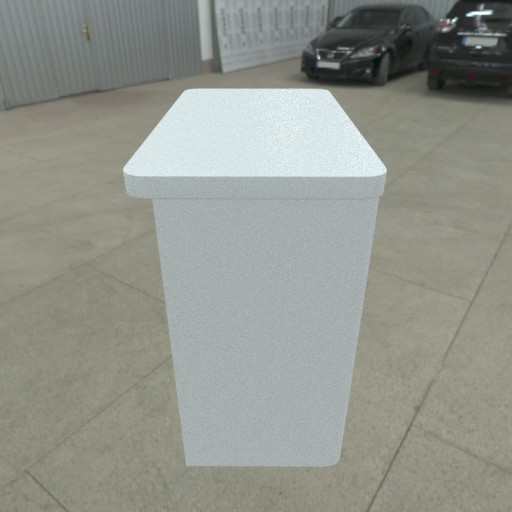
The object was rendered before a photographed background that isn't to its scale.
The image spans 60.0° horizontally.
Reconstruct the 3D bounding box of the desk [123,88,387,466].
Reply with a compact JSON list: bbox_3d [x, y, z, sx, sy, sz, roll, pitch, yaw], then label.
[{"bbox_3d":[0.000,0.000,1.248,0.446,0.760,0.790,0,30,0],"label":"desk"}]
